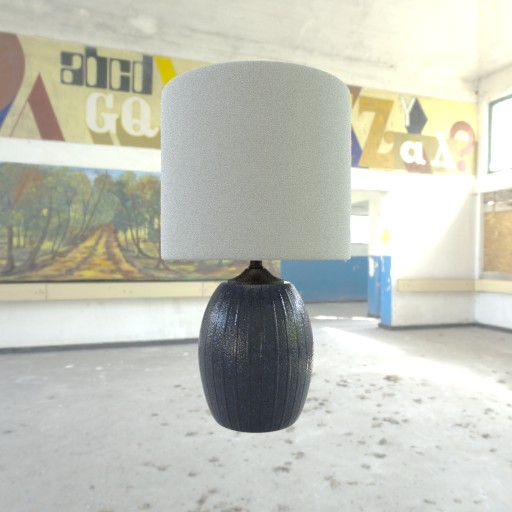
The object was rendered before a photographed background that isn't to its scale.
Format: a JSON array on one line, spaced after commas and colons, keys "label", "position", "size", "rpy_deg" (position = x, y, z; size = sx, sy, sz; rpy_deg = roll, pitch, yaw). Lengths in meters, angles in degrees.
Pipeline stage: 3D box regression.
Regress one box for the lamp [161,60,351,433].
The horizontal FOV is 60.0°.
[{"label": "lamp", "position": [0.000, 0.000, 0.783], "size": [0.329, 0.570, 0.329], "rpy_deg": [0, 0, -18]}]
